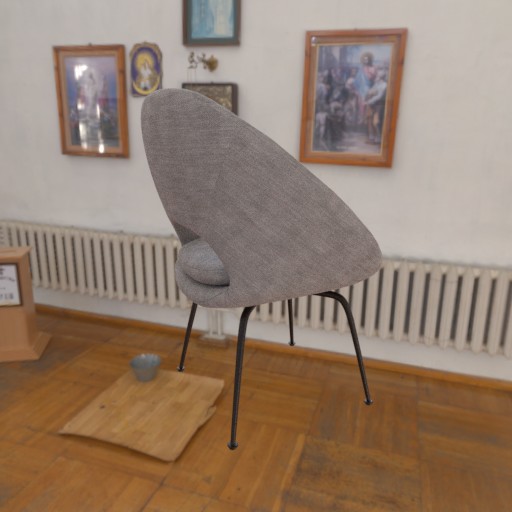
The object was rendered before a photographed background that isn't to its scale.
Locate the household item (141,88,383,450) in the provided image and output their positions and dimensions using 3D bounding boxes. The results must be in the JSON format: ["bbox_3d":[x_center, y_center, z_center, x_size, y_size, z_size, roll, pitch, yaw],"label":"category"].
[{"bbox_3d":[0.000,0.000,1.275,0.587,0.869,0.643,-7,16,-26],"label":"household item"}]
